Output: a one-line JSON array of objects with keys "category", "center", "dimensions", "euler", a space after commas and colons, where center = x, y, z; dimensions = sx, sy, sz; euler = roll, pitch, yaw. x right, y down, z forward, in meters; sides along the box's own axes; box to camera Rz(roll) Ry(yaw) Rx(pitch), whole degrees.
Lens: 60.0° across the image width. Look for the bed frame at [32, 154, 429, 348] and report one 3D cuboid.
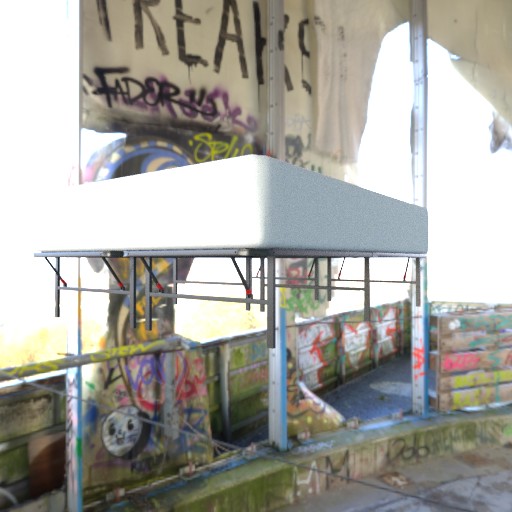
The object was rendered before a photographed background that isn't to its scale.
[{"category": "bed frame", "center": [0.000, 0.000, 2.716], "dimensions": [1.528, 0.677, 2.037], "euler": [0, -1, 36]}]
